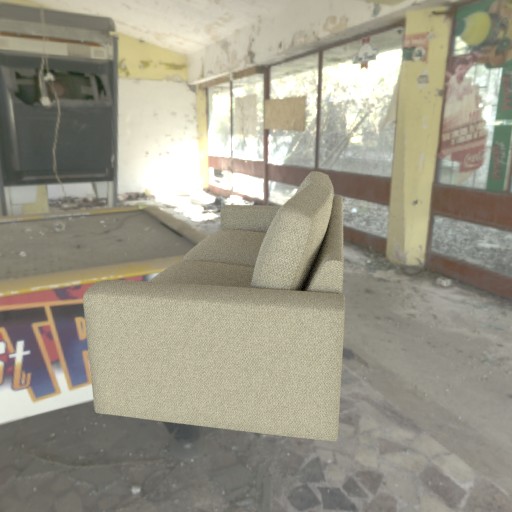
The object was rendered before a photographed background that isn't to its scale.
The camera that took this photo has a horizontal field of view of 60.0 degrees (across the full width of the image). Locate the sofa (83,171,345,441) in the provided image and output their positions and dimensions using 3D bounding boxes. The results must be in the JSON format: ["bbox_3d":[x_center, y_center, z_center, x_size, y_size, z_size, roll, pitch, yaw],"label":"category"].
[{"bbox_3d":[0.000,0.000,2.643,1.016,0.873,2.179,3,16,10],"label":"sofa"}]
